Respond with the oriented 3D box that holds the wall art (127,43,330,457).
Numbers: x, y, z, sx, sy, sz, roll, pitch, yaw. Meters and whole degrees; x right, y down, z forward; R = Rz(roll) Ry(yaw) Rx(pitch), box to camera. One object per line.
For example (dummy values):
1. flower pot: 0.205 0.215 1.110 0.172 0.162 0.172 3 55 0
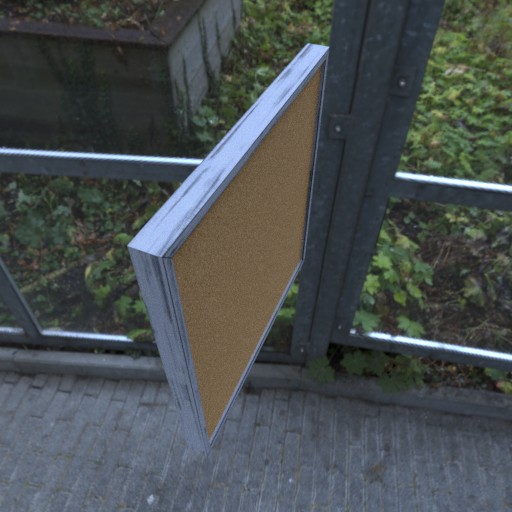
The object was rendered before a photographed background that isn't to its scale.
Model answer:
1. wall art: 0.000 0.000 0.744 0.038 0.506 0.506 18 49 16
